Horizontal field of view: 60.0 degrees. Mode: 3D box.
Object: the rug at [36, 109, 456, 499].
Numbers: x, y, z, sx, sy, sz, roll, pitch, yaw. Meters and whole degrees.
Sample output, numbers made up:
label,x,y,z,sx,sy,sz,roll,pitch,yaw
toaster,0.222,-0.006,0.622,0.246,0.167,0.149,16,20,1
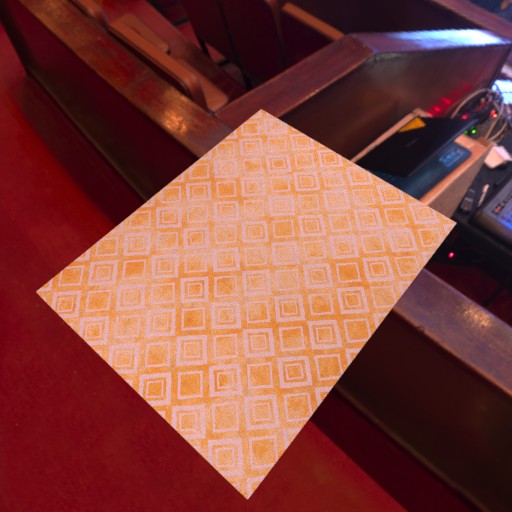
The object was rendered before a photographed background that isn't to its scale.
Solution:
label,x,y,z,sx,sy,sz,roll,pitch,yaw
rug,0.000,0.000,4.024,2.433,0.011,3.037,36,65,20
